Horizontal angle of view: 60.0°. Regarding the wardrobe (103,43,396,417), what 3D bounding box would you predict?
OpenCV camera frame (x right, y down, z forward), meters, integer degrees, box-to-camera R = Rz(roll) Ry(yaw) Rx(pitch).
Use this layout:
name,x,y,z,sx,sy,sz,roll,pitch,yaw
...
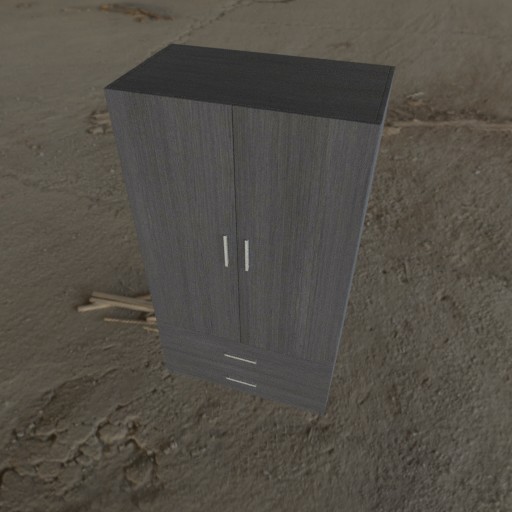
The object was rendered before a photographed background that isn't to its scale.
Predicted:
name,x,y,z,sx,sy,sz,roll,pitch,yaw
wardrobe,0.000,0.000,2.280,0.991,1.808,0.577,12,43,13
